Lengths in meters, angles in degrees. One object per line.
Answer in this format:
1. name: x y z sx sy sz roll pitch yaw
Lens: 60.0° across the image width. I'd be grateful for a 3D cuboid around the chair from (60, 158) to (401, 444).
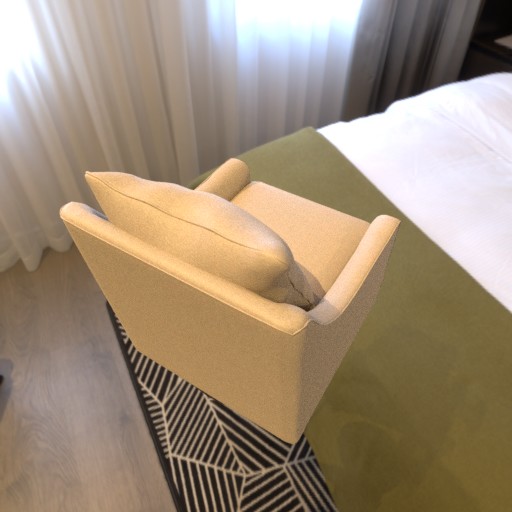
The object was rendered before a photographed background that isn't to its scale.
1. chair: 0.000 0.000 1.558 0.760 0.942 0.876 24 51 22
